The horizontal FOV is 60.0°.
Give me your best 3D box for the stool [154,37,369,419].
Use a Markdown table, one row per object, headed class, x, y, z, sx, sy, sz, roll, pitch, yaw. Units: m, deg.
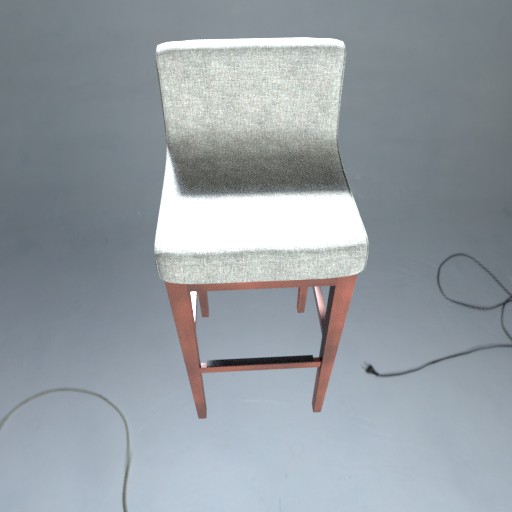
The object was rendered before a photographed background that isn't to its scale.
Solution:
| class | x | y | z | sx | sy | sz | roll | pitch | yaw |
| --- | --- | --- | --- | --- | --- | --- | --- | --- | --- |
| stool | 0.000 | 0.000 | 1.190 | 0.426 | 0.965 | 0.499 | -2 | 45 | -2 |
